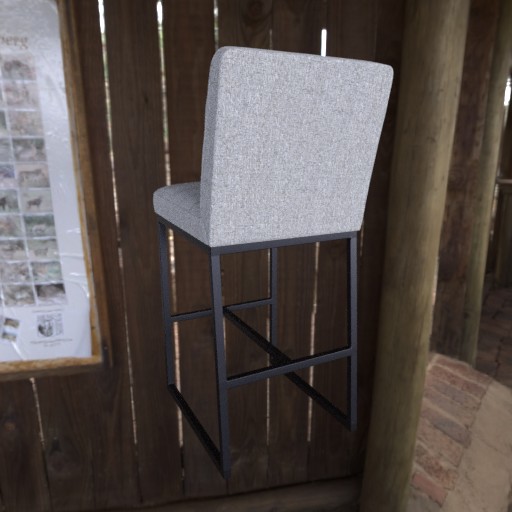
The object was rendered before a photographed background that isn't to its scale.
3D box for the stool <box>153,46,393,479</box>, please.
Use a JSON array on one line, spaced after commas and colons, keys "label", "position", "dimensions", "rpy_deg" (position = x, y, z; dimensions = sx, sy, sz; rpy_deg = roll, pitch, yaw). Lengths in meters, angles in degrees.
[{"label": "stool", "position": [0.000, 0.000, 1.317], "dimensions": [0.459, 1.034, 0.571], "rpy_deg": [-7, 16, -27]}]
